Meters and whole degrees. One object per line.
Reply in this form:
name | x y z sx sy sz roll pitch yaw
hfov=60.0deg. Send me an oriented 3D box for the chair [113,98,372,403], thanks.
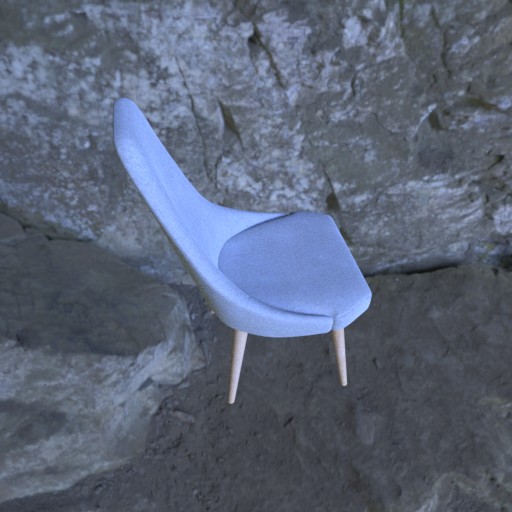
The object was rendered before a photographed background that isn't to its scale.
chair | 0.000 0.000 1.409 0.660 1.040 0.510 -9 46 -9
